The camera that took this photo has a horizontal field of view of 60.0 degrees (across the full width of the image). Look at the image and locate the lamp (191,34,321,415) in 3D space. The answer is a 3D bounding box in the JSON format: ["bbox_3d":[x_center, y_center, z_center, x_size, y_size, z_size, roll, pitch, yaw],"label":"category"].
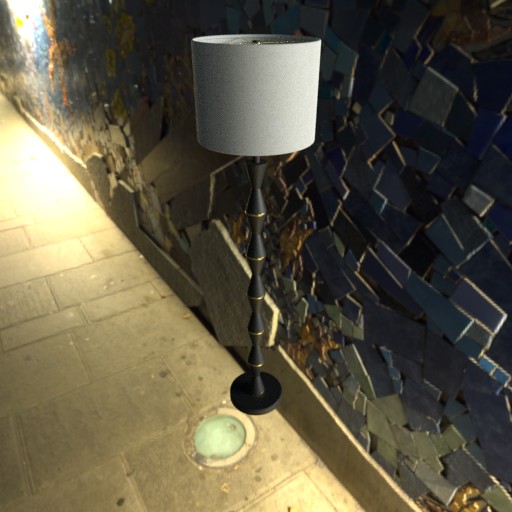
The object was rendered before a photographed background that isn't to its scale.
[{"bbox_3d":[0.000,0.000,1.678,0.381,1.480,0.381,-9,31,-15],"label":"lamp"}]
